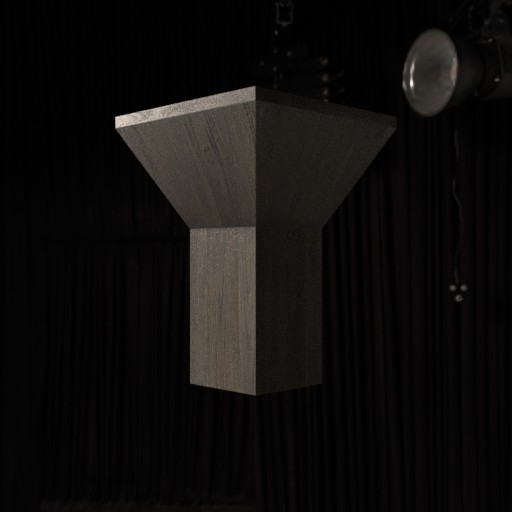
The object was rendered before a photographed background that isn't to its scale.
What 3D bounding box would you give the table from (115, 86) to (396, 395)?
[{"bbox_3d":[0.000,0.000,1.104,0.592,0.586,0.683,0,0,0],"label":"table"}]
